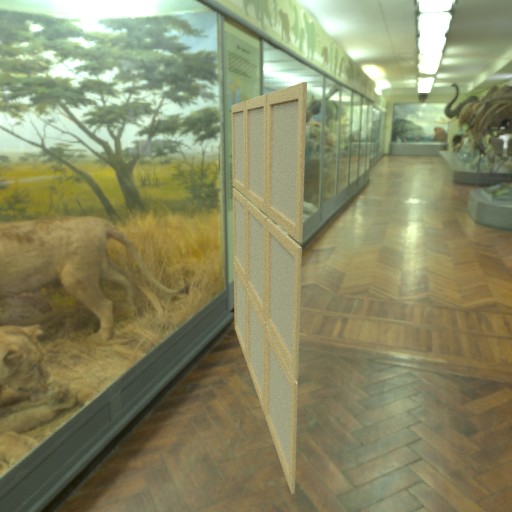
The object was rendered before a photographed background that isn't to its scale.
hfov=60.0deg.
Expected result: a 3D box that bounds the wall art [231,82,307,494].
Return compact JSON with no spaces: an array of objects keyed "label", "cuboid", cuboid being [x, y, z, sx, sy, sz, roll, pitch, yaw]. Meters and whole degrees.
[{"label":"wall art","cuboid":[0.000,0.000,2.240,0.014,1.507,1.519,-3,16,-11]}]
